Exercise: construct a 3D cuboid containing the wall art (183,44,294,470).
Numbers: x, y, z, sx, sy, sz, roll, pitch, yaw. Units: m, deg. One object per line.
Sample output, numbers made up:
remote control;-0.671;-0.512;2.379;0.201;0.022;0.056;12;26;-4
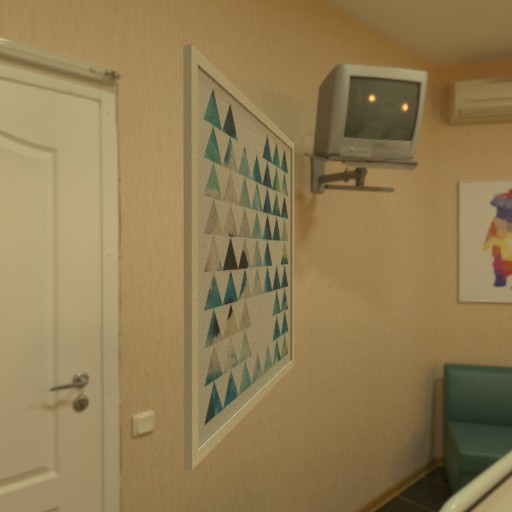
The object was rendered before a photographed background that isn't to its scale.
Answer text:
wall art;0.000;0.000;0.845;0.012;0.557;0.557;0;1;19
